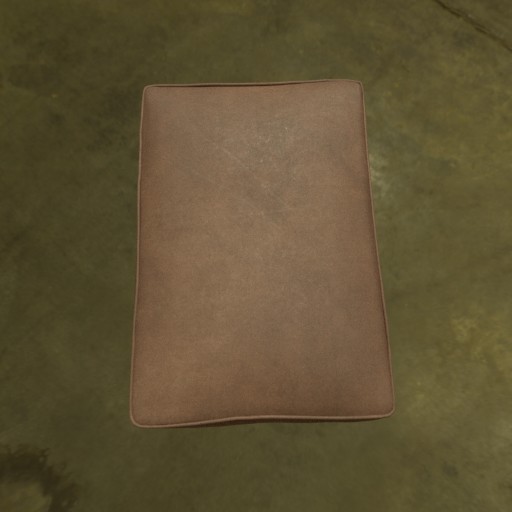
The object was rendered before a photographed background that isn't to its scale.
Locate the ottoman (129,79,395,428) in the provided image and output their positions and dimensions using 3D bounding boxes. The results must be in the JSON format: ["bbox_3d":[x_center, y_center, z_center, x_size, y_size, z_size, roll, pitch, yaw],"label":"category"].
[{"bbox_3d":[0.000,0.000,1.239,0.596,0.481,0.860,-2,76,0],"label":"ottoman"}]
